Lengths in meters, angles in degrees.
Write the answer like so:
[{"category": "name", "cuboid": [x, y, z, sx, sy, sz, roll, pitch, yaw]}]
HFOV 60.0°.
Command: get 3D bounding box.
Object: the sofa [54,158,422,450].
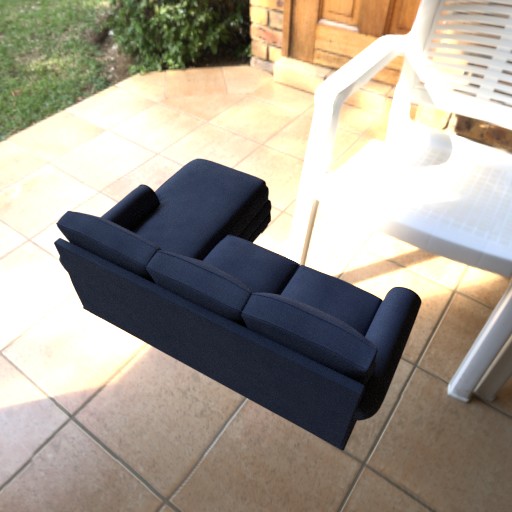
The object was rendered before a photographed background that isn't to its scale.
[{"category": "sofa", "cuboid": [0.000, 0.000, 3.553, 2.567, 1.063, 1.780, 23, 51, 20]}]
